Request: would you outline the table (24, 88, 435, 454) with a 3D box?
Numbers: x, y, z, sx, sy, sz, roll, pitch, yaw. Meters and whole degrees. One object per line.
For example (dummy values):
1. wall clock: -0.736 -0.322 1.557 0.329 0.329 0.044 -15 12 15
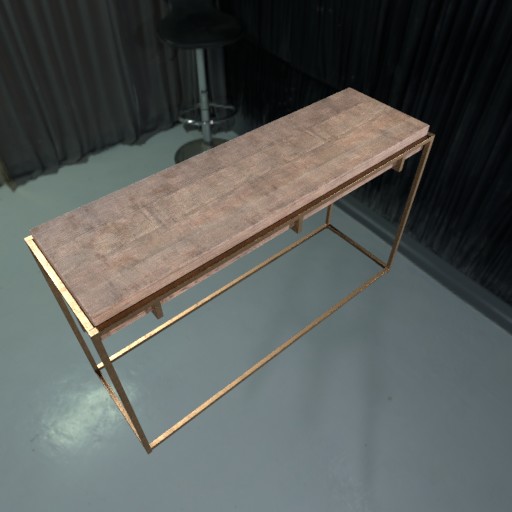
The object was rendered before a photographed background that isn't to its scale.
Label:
1. table: 0.000 0.000 1.756 1.400 0.820 0.440 -31 54 -26
